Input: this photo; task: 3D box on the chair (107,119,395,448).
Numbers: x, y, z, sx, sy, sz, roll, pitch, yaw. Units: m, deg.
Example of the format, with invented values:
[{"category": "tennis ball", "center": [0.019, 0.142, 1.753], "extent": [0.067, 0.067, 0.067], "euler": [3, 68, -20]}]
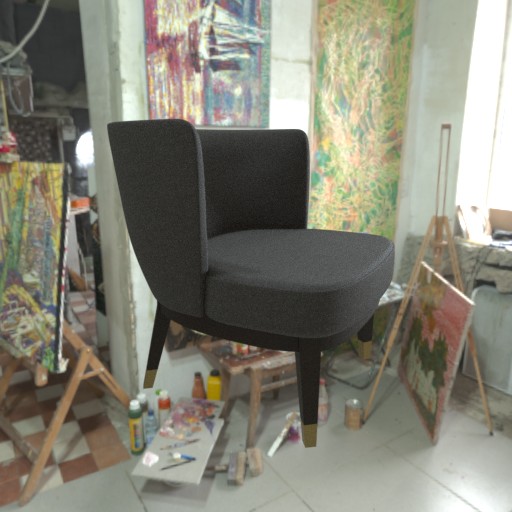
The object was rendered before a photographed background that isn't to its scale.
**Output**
[{"category": "chair", "center": [0.000, 0.000, 1.222], "extent": [0.698, 0.695, 0.639], "euler": [7, 16, 27]}]
